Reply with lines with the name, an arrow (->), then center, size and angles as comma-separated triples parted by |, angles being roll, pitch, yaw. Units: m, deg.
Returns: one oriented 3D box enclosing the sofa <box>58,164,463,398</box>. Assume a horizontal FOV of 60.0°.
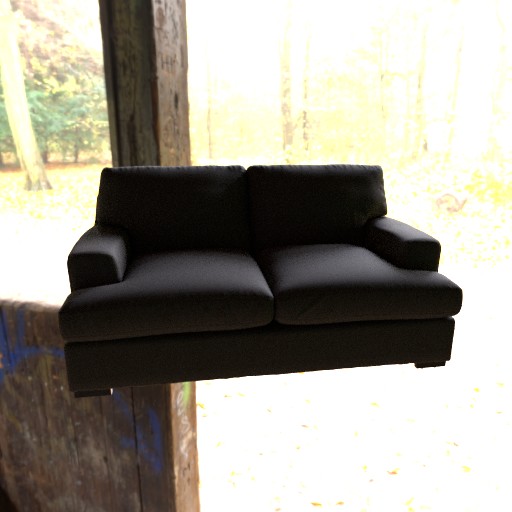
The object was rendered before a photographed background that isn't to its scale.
sofa -> 0.000, 0.000, 2.449 | 1.880, 0.940, 1.143 | -2, 16, -9
